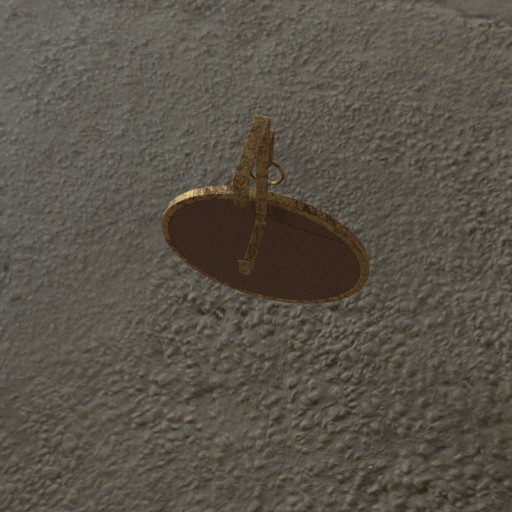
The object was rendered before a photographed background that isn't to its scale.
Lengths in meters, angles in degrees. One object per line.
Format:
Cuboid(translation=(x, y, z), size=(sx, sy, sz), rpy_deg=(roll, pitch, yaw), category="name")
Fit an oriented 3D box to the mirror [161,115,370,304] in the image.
Cuboid(translation=(0.000, 0.000, 0.836), size=(0.447, 0.651, 0.144), rpy_deg=(13, 63, 7), category="mirror")
